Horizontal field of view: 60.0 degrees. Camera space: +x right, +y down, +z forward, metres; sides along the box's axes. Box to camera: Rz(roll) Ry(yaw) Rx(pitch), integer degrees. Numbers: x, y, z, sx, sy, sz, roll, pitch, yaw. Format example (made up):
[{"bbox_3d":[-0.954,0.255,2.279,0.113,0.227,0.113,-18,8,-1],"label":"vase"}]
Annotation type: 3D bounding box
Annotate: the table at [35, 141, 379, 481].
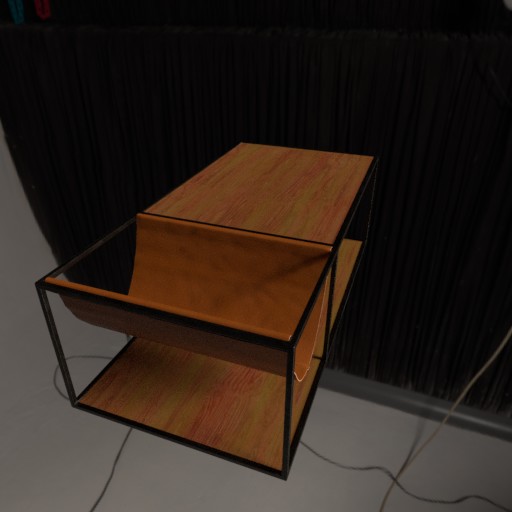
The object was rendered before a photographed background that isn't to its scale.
[{"bbox_3d":[0.000,0.000,1.473,0.597,0.403,1.199,11,32,18],"label":"table"}]
